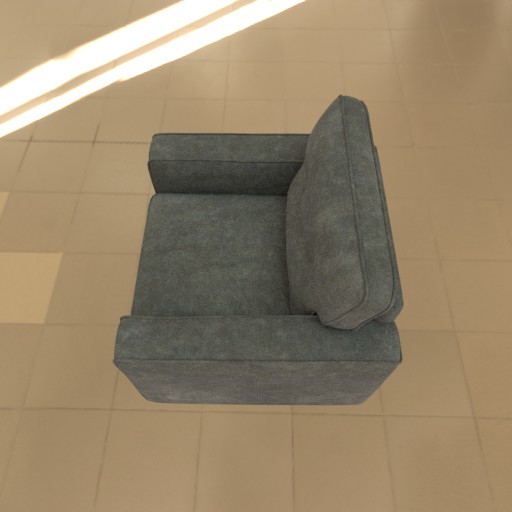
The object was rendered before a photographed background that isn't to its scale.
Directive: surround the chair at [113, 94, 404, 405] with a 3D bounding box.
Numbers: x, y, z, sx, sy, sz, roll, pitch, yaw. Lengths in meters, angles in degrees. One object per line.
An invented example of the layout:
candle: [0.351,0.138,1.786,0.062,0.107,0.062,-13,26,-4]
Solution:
chair: [0.000,0.000,1.777,0.939,0.965,1.015,1,60,0]
